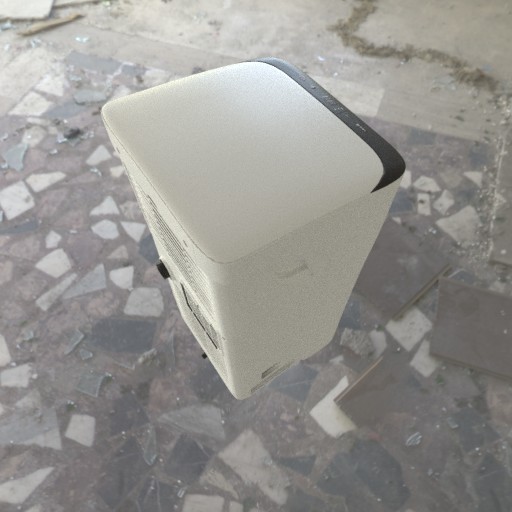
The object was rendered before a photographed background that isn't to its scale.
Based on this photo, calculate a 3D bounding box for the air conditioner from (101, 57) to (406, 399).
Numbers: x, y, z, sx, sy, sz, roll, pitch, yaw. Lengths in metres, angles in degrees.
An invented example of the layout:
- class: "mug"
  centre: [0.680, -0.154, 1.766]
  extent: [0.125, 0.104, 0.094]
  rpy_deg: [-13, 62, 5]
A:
- class: "air conditioner"
  centre: [0.000, 0.000, 0.933]
  extent: [0.369, 0.716, 0.352]
  rpy_deg: [-30, 62, -18]
